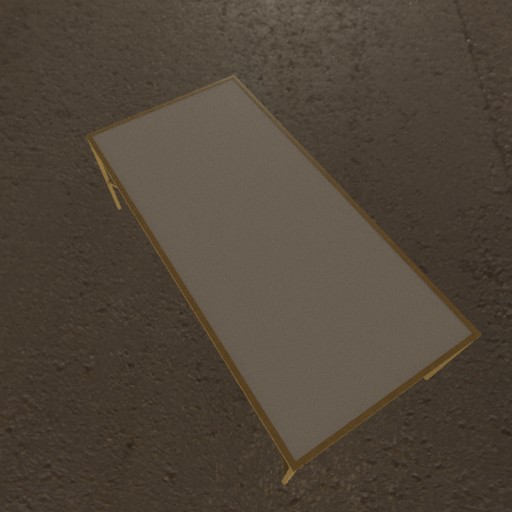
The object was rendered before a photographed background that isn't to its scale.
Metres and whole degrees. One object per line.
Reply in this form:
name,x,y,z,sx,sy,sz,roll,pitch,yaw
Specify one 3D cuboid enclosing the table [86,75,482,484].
table,0.000,0.000,1.469,0.580,0.398,1.206,-29,63,-16
